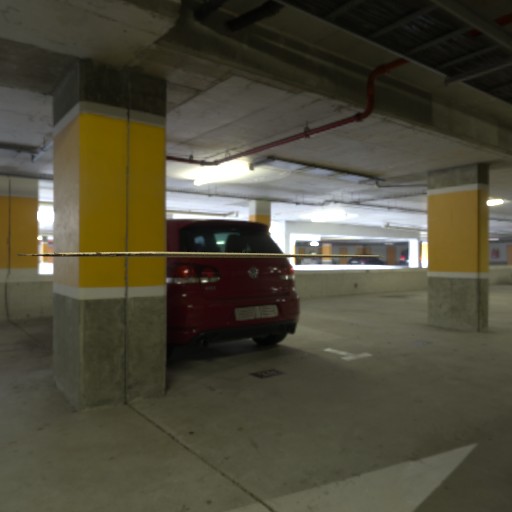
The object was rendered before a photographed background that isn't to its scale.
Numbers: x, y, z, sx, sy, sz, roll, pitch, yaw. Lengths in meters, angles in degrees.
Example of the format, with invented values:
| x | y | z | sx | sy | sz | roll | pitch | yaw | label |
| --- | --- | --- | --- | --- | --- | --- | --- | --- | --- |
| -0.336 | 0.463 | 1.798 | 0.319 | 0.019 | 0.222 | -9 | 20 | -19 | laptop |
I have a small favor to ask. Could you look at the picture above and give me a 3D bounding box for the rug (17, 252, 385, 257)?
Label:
| x | y | z | sx | sy | sz | roll | pitch | yaw | label |
| --- | --- | --- | --- | --- | --- | --- | --- | --- | --- |
| 0.000 | 0.000 | 2.627 | 0.729 | 0.021 | 2.438 | 0 | 0 | 35 | rug |
